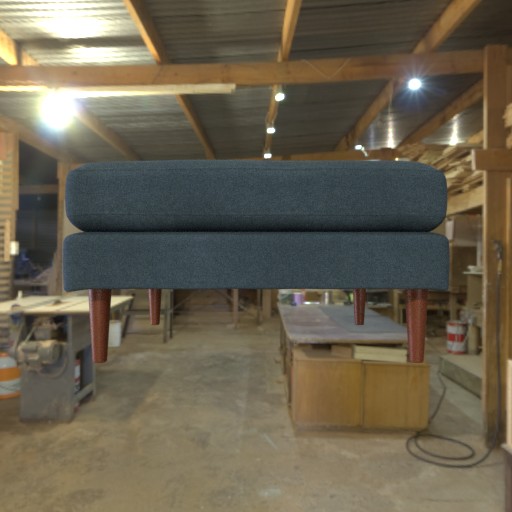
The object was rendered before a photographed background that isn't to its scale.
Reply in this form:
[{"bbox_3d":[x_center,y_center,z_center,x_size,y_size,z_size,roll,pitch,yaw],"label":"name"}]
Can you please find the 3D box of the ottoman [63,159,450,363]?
[{"bbox_3d":[0.000,0.000,1.263,0.821,0.474,0.693,0,0,0],"label":"ottoman"}]
